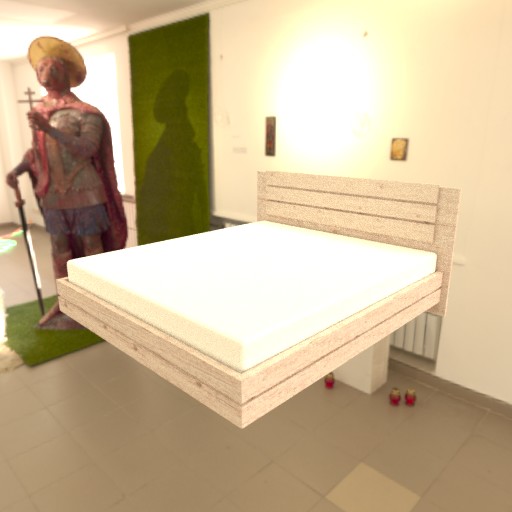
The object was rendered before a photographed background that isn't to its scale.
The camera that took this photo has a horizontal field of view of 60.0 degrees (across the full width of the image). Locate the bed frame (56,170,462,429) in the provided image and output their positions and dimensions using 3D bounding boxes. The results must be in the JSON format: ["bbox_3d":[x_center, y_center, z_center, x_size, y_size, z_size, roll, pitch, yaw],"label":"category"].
[{"bbox_3d":[0.000,0.000,3.135,1.950,0.970,2.080,15,22,42],"label":"bed frame"}]
